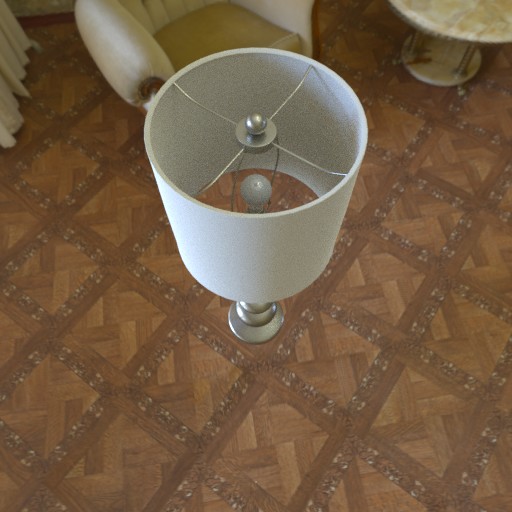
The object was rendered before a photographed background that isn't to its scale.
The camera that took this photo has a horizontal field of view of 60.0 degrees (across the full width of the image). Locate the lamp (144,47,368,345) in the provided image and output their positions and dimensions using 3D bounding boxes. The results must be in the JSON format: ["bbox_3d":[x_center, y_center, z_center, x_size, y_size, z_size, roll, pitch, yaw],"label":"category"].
[{"bbox_3d":[0.000,0.000,0.800,0.254,0.690,0.254,32,67,15],"label":"lamp"}]
